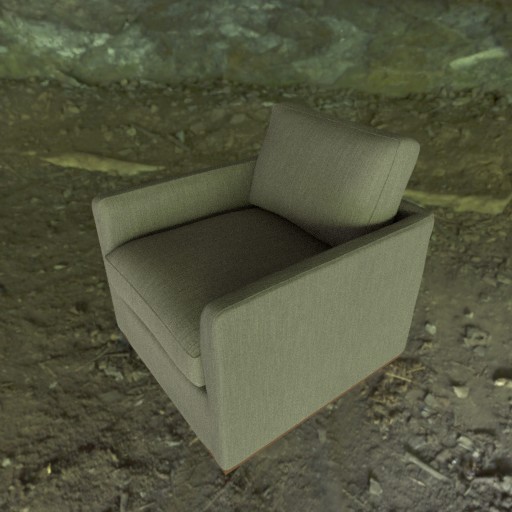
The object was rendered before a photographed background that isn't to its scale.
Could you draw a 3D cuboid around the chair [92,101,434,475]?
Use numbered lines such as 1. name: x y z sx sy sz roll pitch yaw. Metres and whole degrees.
1. chair: 0.000 0.000 1.477 0.834 0.811 0.763 -22 38 -30
